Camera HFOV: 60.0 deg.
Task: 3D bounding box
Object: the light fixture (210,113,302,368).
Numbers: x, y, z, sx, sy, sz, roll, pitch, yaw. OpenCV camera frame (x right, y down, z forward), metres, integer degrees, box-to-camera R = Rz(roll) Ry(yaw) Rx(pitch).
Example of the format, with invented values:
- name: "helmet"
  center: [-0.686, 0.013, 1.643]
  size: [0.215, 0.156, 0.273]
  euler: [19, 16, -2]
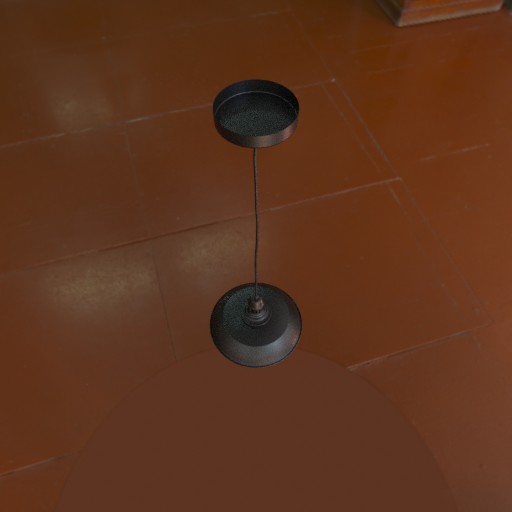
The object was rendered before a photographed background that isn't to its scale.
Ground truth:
- name: "light fixture"
  center: [0.000, 0.000, 1.215]
  size: [0.331, 0.993, 0.331]
  euler: [14, 58, 9]
